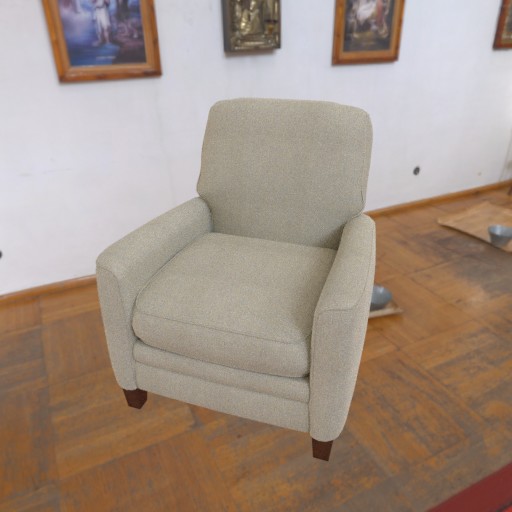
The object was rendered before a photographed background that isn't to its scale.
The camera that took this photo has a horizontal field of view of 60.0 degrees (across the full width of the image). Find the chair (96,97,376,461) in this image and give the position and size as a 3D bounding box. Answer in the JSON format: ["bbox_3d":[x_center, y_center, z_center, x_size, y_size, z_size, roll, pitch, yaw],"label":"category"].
[{"bbox_3d":[0.000,0.000,1.625,0.850,1.006,0.853,9,28,16],"label":"chair"}]
